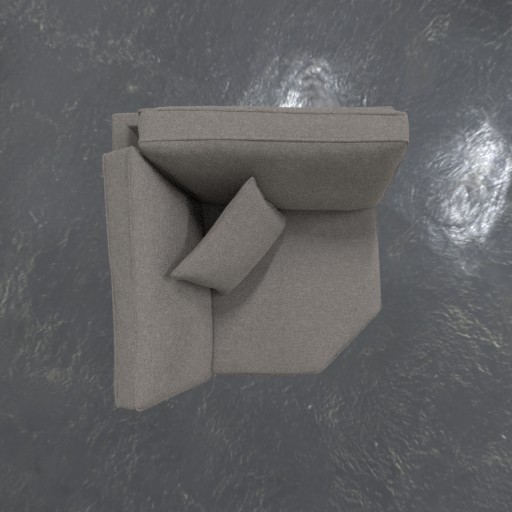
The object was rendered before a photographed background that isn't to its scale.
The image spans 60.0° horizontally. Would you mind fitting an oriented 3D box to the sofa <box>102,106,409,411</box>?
[{"bbox_3d":[0.000,0.000,1.881,1.042,0.951,1.050,0,89,2],"label":"sofa"}]
